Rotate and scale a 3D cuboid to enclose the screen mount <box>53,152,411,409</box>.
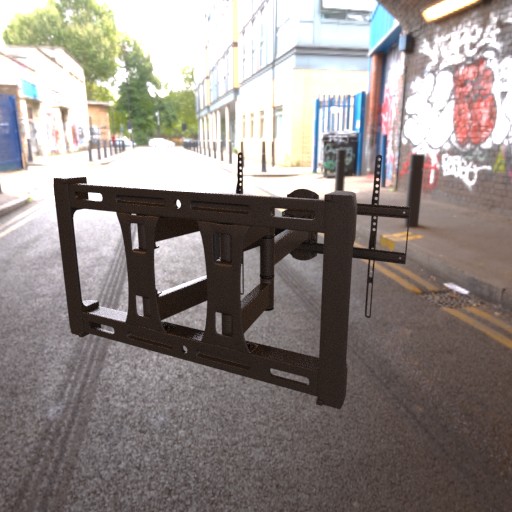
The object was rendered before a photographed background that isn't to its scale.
[{"bbox_3d":[0.000,0.000,1.130,0.661,0.491,0.644,8,17,27],"label":"screen mount"}]
